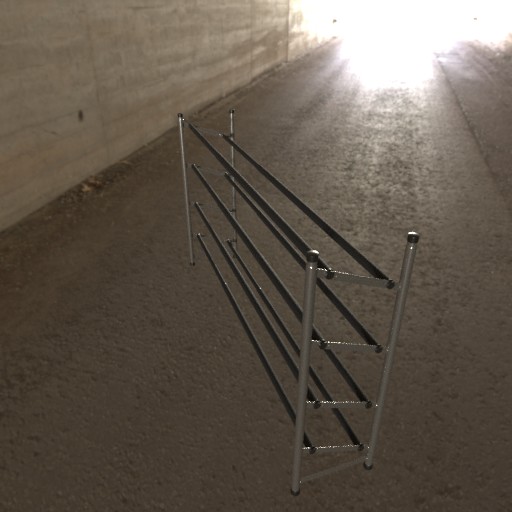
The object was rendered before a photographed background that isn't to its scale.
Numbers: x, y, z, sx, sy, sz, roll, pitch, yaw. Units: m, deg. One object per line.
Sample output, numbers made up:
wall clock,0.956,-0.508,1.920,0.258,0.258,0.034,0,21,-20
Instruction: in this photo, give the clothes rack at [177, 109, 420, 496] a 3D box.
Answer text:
clothes rack,0.000,0.000,1.414,0.229,0.672,1.168,-10,31,-17
